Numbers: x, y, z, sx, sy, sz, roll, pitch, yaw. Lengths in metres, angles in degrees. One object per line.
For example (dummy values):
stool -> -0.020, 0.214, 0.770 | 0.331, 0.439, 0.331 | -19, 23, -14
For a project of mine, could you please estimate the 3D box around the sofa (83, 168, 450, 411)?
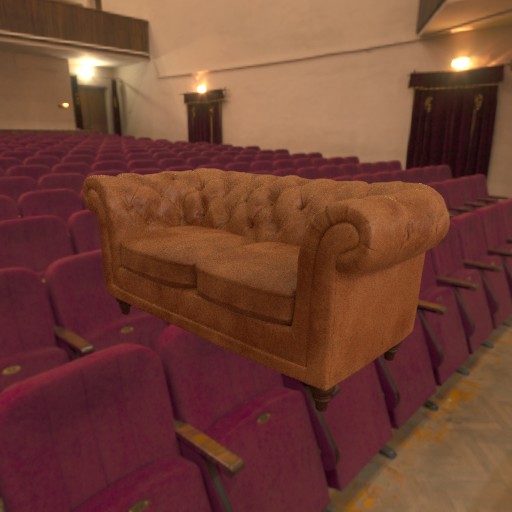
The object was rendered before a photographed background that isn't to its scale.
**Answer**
sofa -> 0.000, 0.000, 2.484 | 1.979, 0.877, 1.042 | 14, 20, 41
